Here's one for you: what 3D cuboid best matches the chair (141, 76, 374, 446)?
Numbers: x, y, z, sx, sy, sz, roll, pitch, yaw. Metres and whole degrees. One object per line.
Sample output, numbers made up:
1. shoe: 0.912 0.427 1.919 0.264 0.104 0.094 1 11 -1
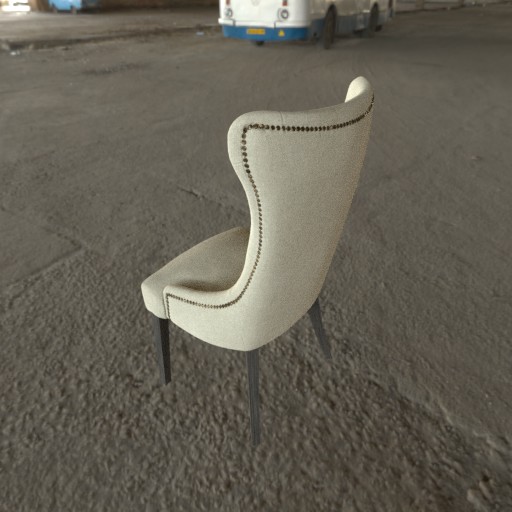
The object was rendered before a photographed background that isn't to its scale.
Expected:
1. chair: 0.000 0.000 1.437 0.590 1.065 0.584 21 37 31
